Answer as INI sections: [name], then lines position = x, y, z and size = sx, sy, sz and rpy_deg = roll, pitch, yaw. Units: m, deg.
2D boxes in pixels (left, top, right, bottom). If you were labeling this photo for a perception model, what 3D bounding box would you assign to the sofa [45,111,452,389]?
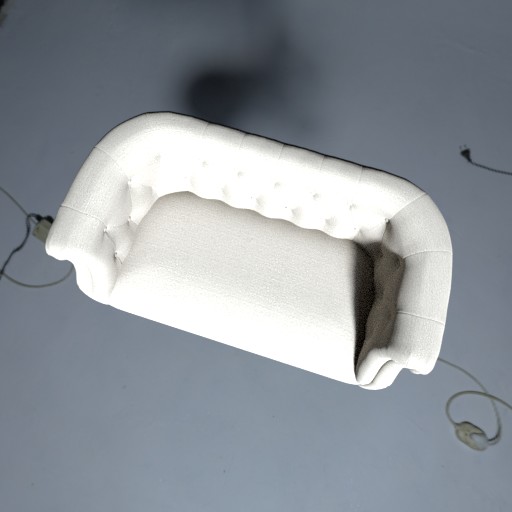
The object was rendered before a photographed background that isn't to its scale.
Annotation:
[sofa]
position = 0.000, 0.000, 2.061
size = 1.558, 0.827, 0.835
rpy_deg = 17, 76, 4
